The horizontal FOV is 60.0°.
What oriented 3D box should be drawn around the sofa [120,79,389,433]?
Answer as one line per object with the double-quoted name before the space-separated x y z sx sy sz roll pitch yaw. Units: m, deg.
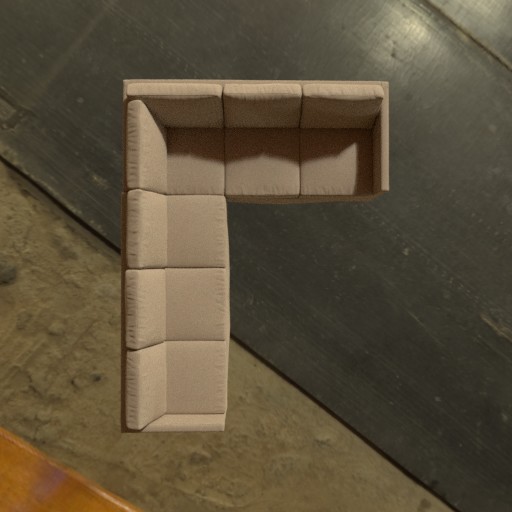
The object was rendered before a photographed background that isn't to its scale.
"sofa" 0.000 0.000 4.235 2.432 0.871 3.182 0 89 -1
